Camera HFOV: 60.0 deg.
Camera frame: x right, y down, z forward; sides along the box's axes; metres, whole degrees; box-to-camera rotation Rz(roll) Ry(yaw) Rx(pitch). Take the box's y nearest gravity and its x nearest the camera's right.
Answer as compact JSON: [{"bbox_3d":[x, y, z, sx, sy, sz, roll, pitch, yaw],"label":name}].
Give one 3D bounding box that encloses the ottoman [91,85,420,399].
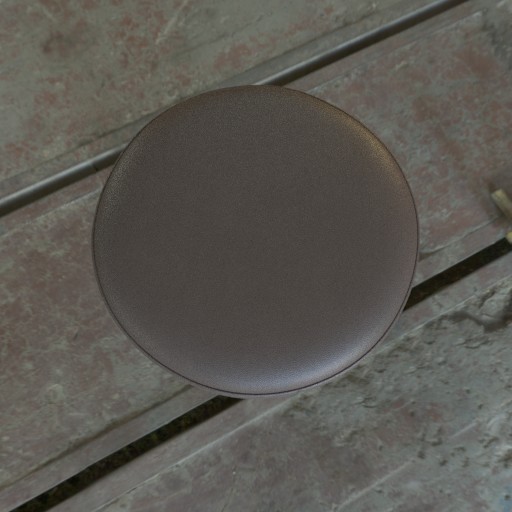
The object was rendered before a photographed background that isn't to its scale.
[{"bbox_3d":[0.000,0.000,0.831,0.500,0.409,0.500,0,74,0],"label":"ottoman"}]
